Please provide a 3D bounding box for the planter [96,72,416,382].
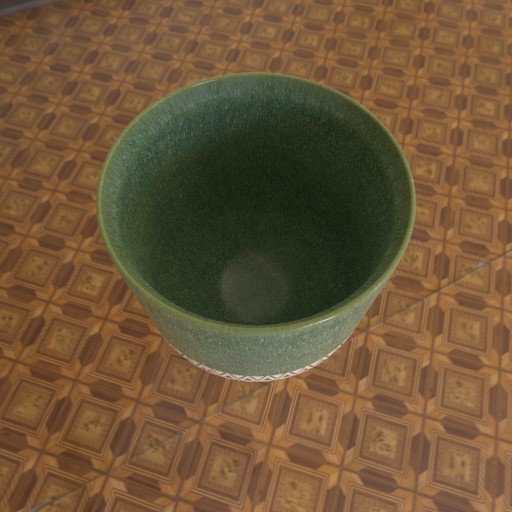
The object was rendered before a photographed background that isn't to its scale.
[{"bbox_3d":[0.000,0.000,0.490,0.266,0.270,0.266,0,62,0],"label":"planter"}]
